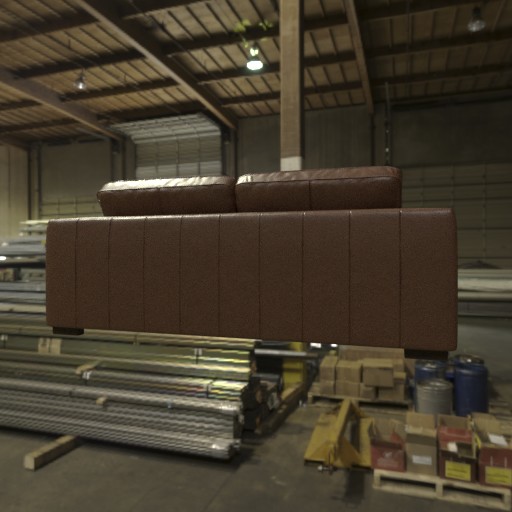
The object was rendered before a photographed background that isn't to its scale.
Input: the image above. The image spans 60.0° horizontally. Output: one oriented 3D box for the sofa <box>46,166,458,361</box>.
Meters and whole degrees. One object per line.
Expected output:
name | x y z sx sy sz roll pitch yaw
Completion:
sofa | 0.000 0.000 2.439 1.920 0.800 1.070 0 0 18
